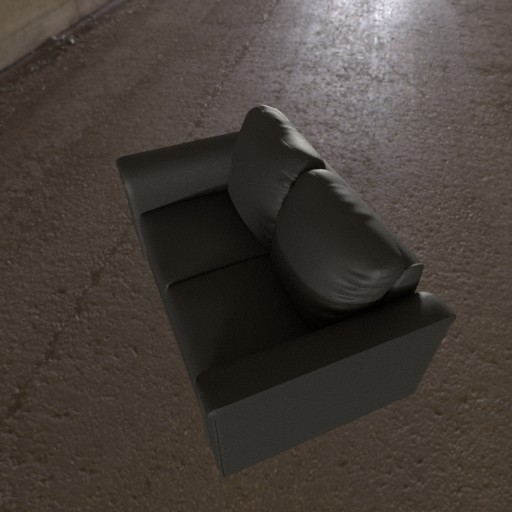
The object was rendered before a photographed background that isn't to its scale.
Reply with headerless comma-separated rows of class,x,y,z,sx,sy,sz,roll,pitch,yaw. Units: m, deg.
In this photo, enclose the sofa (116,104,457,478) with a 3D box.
sofa,0.000,0.000,1.938,0.887,0.845,1.386,-17,48,-16
